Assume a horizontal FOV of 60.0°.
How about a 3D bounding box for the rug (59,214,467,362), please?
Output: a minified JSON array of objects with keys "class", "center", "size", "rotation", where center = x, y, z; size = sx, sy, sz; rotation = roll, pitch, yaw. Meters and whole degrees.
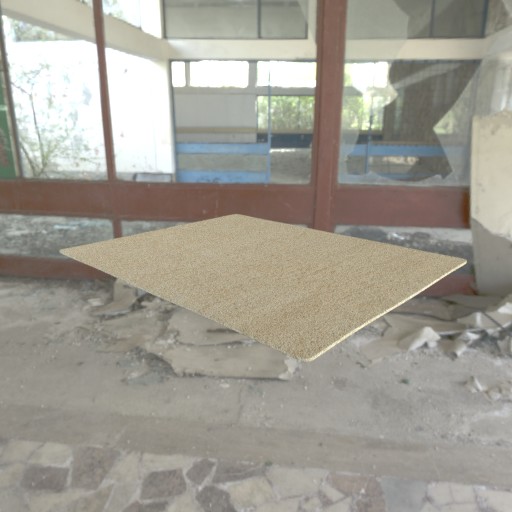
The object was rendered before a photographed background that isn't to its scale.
[{"class":"rug","center":[0.000,0.000,4.131],"size":[3.001,0.025,2.401],"rotation":[15,23,41]}]
